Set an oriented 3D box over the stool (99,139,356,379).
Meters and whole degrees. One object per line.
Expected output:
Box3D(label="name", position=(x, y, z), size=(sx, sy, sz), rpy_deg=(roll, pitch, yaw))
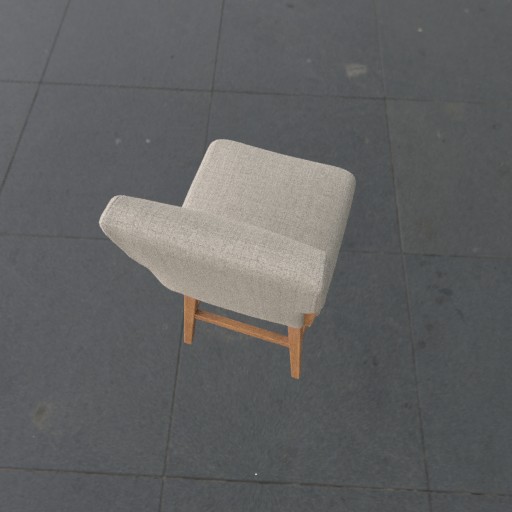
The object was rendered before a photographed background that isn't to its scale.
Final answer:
Box3D(label="stool", position=(0.000, 0.000, 1.358), size=(0.483, 1.106, 0.569), rpy_deg=(16, 65, 8))
